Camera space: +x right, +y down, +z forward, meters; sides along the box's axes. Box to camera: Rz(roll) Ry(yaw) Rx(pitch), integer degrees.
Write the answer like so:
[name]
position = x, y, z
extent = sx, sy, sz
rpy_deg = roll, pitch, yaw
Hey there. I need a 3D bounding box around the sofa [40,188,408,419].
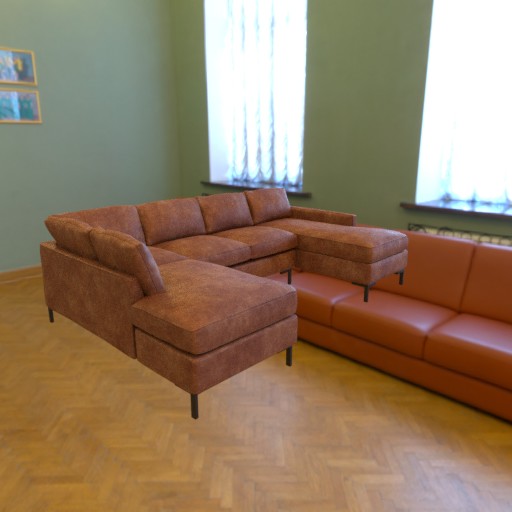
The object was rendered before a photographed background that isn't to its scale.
[sofa]
position = 0.000, 0.000, 3.867
extent = 1.939, 0.900, 2.956
rpy_deg = 14, 20, 42
